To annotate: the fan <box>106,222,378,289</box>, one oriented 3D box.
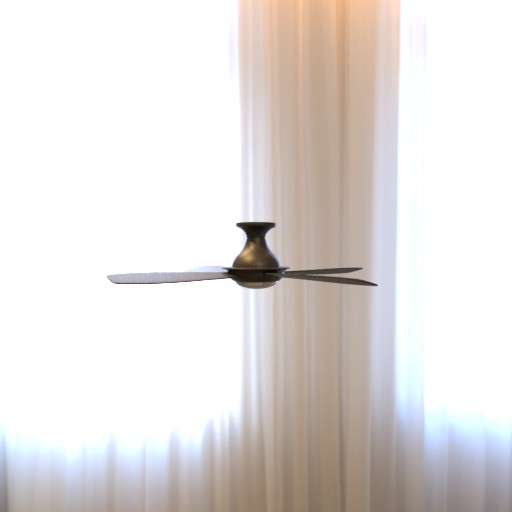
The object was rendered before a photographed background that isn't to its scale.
[{"bbox_3d":[0.000,0.000,2.572,1.694,0.382,1.694,0,1,-35],"label":"fan"}]
